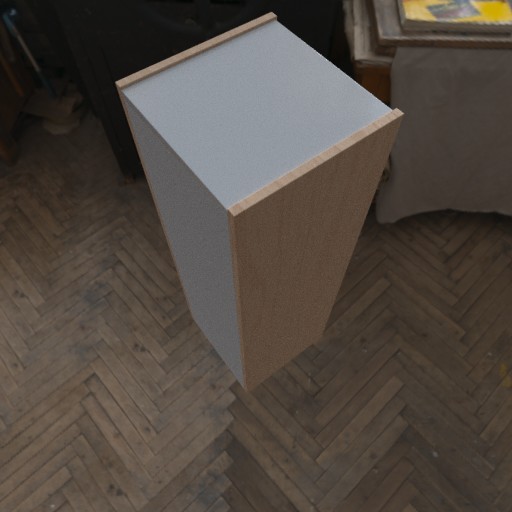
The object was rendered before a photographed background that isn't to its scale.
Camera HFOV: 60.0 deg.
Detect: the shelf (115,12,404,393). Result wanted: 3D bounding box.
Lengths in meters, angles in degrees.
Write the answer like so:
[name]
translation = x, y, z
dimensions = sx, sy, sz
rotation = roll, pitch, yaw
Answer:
[shelf]
translation = 0.000, 0.000, 1.020
dimensions = 0.290, 0.900, 0.300
rotation = -33, 65, -18
